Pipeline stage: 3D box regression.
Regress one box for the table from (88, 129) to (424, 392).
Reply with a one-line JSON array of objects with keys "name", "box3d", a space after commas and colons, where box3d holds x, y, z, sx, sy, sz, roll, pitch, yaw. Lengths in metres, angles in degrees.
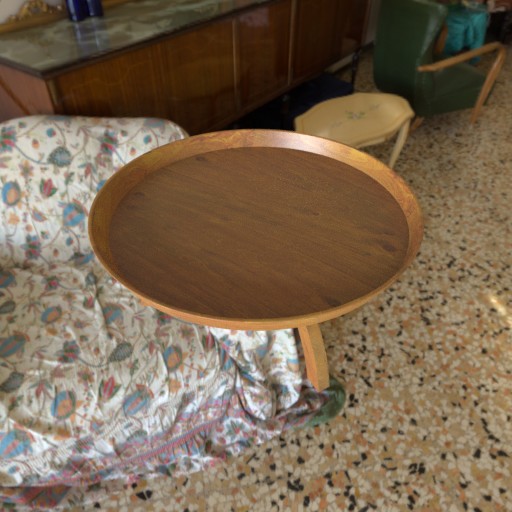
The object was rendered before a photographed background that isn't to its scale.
[{"name": "table", "box3d": [0.000, 0.000, 1.542, 1.016, 0.470, 1.016, 0, 41, 0]}]
